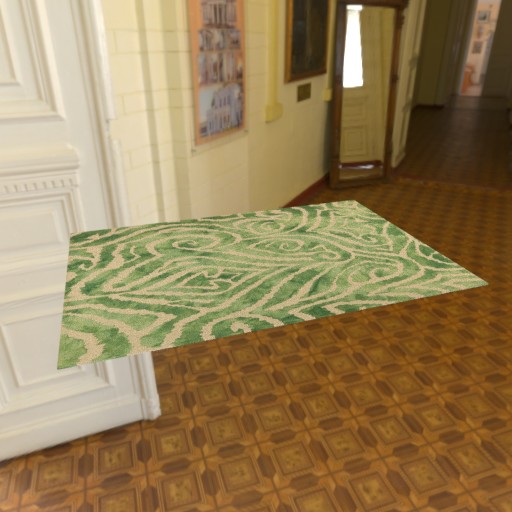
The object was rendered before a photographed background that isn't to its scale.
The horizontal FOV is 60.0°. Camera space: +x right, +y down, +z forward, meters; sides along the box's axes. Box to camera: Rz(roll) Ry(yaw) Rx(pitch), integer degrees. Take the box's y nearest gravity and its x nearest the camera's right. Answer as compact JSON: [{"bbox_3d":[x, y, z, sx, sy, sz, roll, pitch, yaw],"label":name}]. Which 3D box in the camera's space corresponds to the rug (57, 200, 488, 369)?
[{"bbox_3d":[0.000,0.000,2.276,1.826,0.006,1.220,-8,27,-17],"label":"rug"}]
